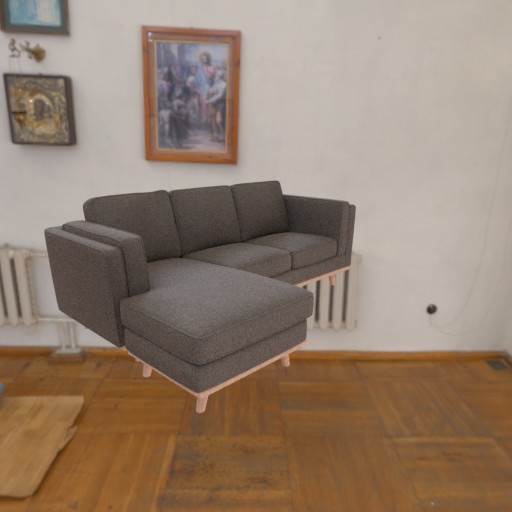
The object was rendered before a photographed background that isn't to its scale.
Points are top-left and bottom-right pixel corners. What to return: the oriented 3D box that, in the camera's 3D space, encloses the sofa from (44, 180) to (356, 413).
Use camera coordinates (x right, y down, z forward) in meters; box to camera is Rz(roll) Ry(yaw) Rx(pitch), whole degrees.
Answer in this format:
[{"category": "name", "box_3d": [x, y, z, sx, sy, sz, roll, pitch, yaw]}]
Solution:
[{"category": "sofa", "box_3d": [0.000, 0.000, 3.248, 1.604, 0.929, 2.411, 14, 20, 43]}]
